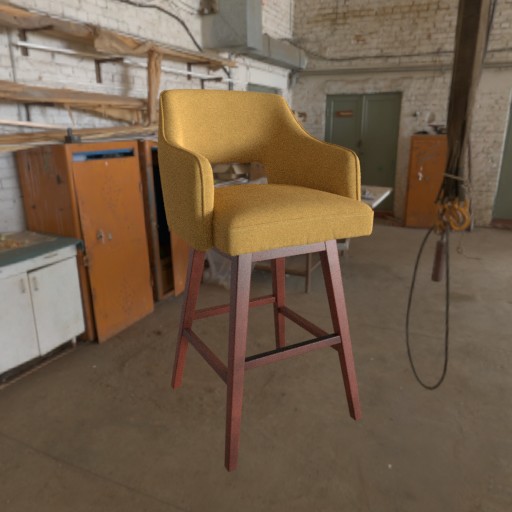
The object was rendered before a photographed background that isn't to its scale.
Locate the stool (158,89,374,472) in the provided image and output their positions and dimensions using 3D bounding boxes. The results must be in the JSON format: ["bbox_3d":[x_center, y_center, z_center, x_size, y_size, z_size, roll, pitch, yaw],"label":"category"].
[{"bbox_3d":[0.000,0.000,1.391,0.548,1.012,0.558,-9,19,-28],"label":"stool"}]
